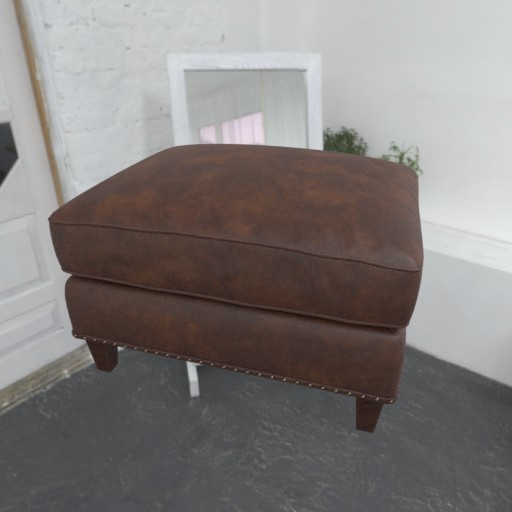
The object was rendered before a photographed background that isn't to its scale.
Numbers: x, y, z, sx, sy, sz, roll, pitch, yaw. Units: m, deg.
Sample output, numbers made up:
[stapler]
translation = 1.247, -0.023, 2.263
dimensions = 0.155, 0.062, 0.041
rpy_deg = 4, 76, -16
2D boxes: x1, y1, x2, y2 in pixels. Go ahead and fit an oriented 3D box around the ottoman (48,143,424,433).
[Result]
[ottoman]
translation = 0.000, 0.000, 1.124
dimensions = 0.742, 0.486, 0.586
rpy_deg = 8, 29, 15
